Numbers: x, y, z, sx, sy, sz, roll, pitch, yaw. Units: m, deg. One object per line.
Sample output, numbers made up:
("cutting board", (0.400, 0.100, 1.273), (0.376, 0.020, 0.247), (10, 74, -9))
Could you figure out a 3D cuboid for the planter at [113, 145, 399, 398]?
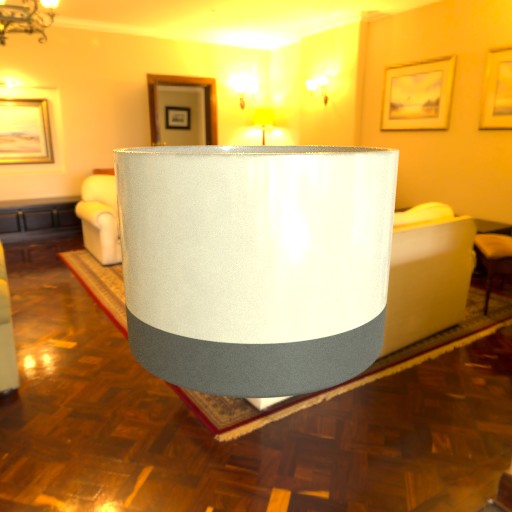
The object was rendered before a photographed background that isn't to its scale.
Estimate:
("planter", (0.000, 0.000, 0.222), (0.128, 0.105, 0.128), (0, 15, 0))
